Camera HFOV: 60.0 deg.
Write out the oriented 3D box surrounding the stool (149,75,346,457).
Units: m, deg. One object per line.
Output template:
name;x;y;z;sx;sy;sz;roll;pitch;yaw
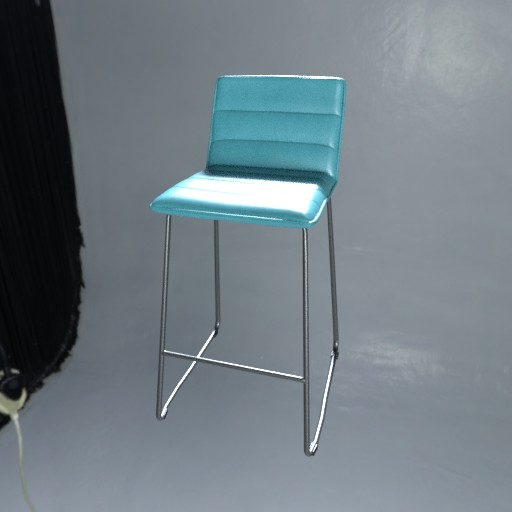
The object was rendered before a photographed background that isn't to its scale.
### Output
stool;0.000;0.000;1.271;0.489;0.936;0.524;7;26;15
